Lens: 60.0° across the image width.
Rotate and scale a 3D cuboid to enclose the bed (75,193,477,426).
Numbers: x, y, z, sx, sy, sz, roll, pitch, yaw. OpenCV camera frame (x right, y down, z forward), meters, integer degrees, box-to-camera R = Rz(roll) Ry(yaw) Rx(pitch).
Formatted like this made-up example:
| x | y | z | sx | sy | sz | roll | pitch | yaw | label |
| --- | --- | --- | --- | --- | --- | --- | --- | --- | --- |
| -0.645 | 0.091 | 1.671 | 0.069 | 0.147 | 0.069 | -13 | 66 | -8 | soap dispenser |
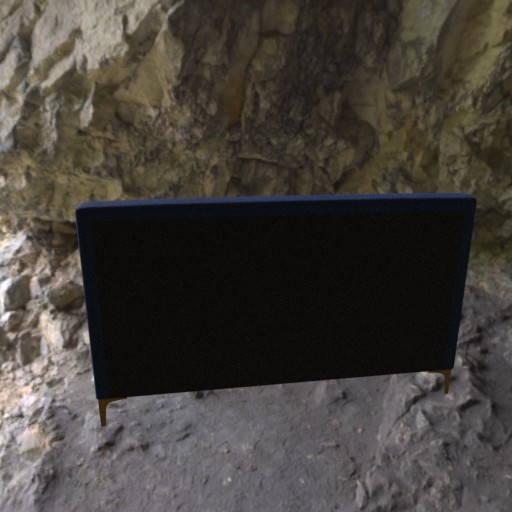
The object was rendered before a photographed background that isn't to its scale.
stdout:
| x | y | z | sx | sy | sz | roll | pitch | yaw | label |
| --- | --- | --- | --- | --- | --- | --- | --- | --- | --- |
| 0.000 | 0.000 | 3.448 | 2.096 | 1.231 | 2.232 | -2 | 16 | -8 | bed |
